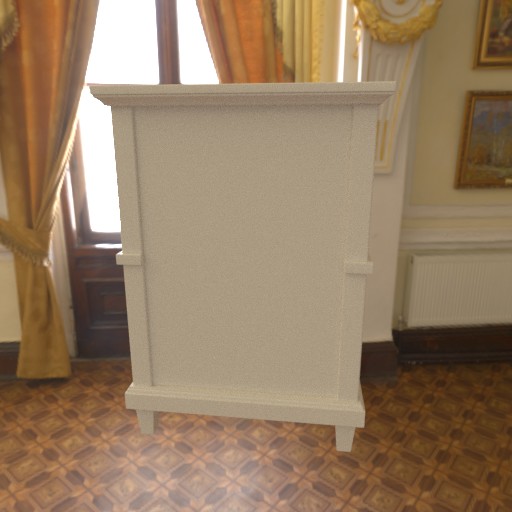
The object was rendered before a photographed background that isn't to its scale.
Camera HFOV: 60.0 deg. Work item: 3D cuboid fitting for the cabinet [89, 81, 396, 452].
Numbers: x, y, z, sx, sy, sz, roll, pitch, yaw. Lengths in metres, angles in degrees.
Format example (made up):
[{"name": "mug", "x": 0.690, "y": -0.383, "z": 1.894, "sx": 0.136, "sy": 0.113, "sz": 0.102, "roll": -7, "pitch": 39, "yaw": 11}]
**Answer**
[{"name": "cabinet", "x": 0.000, "y": 0.000, "z": 1.138, "sx": 0.544, "sy": 0.775, "sz": 0.547, "roll": 2, "pitch": 16, "yaw": 7}]
